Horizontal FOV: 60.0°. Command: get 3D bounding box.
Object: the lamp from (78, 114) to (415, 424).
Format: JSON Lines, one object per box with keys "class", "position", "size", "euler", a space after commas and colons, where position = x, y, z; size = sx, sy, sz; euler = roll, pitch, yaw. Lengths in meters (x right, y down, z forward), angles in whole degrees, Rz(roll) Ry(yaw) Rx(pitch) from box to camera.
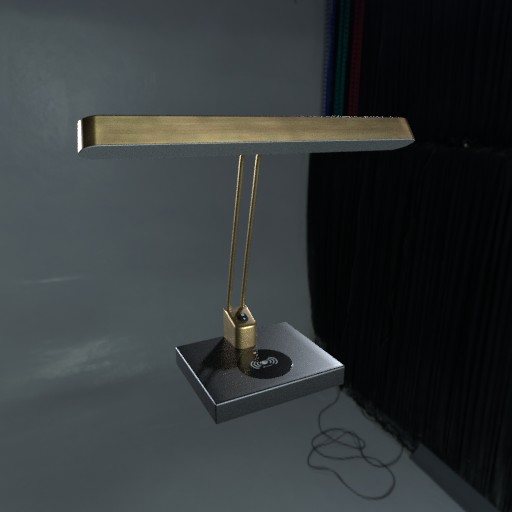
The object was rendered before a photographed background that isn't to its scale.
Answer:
{"class": "lamp", "position": [0.000, 0.000, 0.574], "size": [0.412, 0.345, 0.156], "euler": [-8, 19, -26]}
